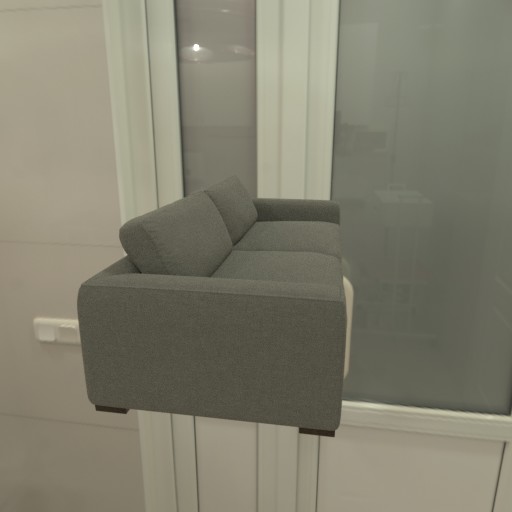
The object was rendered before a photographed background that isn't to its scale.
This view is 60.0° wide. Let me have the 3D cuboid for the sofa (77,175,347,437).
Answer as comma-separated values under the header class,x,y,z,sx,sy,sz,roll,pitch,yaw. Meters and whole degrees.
class,x,y,z,sx,sy,sz,roll,pitch,yaw
sofa,0.000,0.000,2.726,1.070,0.801,2.262,3,16,9
